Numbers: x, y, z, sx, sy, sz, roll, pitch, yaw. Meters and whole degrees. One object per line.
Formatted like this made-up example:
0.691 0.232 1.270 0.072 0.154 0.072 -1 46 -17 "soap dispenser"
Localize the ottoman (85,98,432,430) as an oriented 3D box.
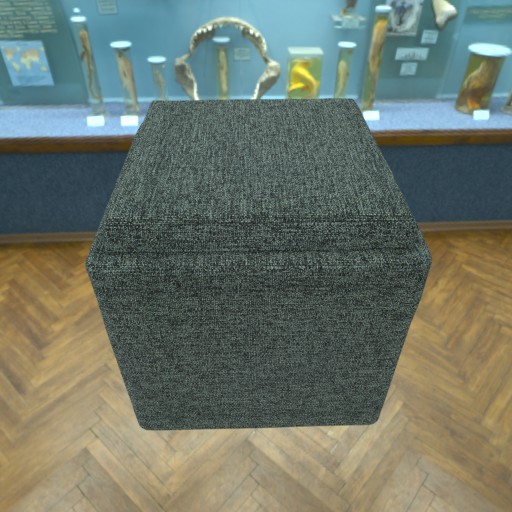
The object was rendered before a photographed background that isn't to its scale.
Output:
0.000 0.000 0.827 0.450 0.463 0.450 -1 41 -1 "ottoman"
